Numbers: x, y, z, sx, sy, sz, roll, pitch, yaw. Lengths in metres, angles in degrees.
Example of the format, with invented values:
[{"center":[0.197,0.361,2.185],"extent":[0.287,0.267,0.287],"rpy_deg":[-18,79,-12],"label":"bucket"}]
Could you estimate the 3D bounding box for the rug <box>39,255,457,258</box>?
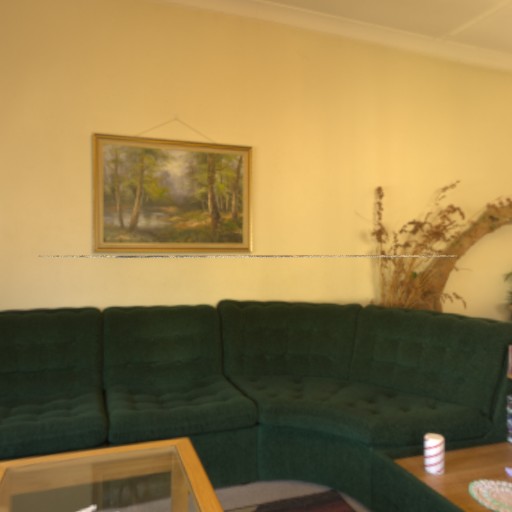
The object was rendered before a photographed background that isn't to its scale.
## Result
[{"center":[0.000,0.000,2.052],"extent":[1.652,0.006,1.035],"rpy_deg":[0,0,-37],"label":"rug"}]
